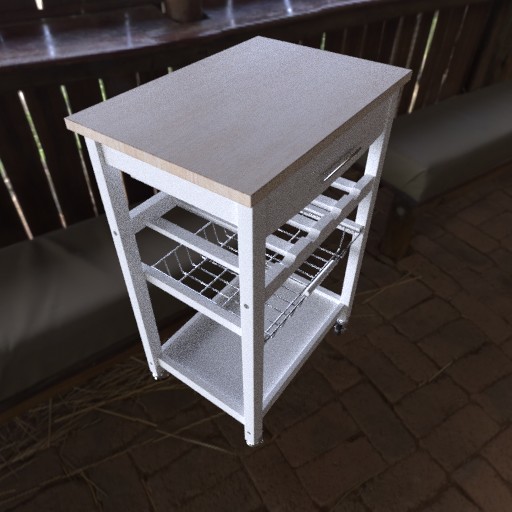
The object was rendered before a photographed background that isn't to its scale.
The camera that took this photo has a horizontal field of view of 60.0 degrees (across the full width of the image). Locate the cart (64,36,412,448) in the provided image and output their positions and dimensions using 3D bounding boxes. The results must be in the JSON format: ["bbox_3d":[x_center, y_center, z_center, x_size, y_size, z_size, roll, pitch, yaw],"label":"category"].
[{"bbox_3d":[0.000,0.000,1.144,0.406,0.857,0.578,26,48,26],"label":"cart"}]
